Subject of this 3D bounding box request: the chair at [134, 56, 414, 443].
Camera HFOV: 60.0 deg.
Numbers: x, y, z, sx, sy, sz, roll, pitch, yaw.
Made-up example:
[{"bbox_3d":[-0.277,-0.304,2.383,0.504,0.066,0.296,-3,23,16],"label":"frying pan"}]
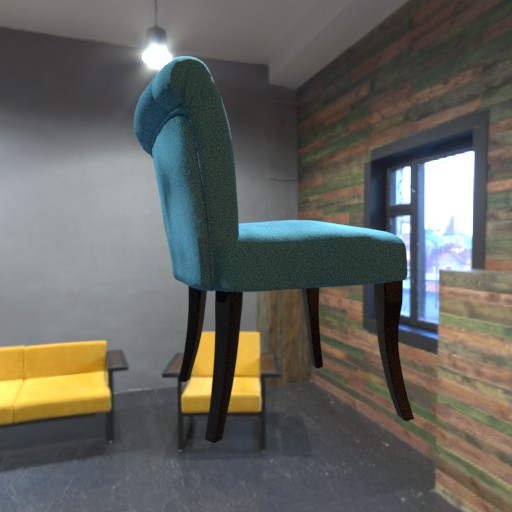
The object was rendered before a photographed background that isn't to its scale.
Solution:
[{"bbox_3d":[0.000,0.000,1.145,0.605,0.750,0.582,0,1,-18],"label":"chair"}]
